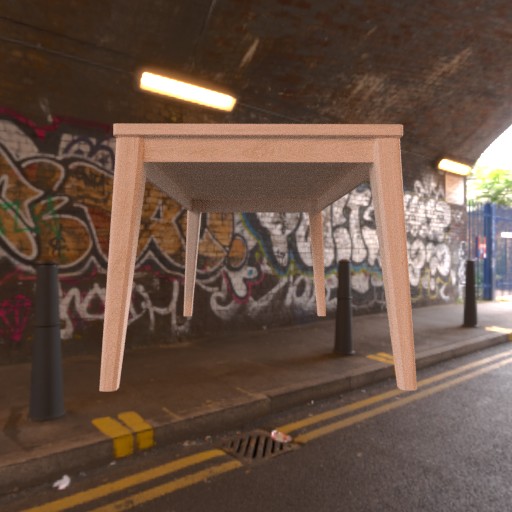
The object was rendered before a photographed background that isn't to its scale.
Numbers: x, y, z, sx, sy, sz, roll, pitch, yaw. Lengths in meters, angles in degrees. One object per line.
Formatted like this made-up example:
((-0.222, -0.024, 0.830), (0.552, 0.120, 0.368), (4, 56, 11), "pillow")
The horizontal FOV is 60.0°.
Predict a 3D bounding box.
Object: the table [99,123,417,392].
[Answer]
((0.000, 0.000, 2.045), (0.900, 0.760, 1.600), (0, 0, -1), "table")
